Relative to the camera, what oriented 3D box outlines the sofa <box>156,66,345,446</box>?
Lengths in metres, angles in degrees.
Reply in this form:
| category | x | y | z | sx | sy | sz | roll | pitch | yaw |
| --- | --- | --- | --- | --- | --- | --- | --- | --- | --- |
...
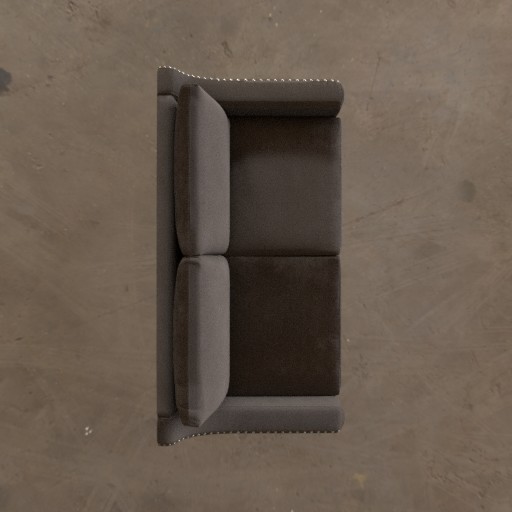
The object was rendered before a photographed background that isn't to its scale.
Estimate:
| category | x | y | z | sx | sy | sz | roll | pitch | yaw |
| --- | --- | --- | --- | --- | --- | --- | --- | --- | --- |
| sofa | 0.000 | 0.000 | 3.361 | 1.336 | 1.196 | 2.550 | 0 | 90 | -1 |
